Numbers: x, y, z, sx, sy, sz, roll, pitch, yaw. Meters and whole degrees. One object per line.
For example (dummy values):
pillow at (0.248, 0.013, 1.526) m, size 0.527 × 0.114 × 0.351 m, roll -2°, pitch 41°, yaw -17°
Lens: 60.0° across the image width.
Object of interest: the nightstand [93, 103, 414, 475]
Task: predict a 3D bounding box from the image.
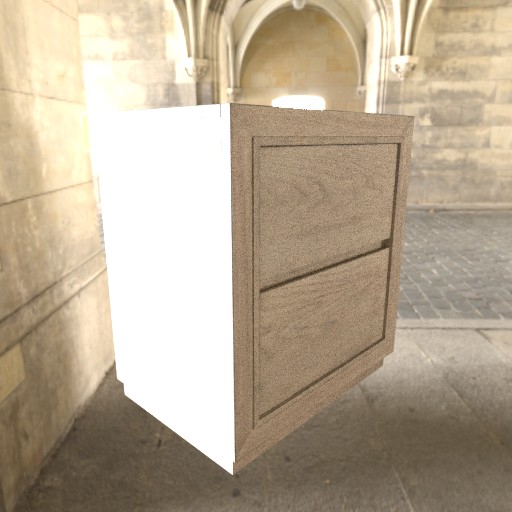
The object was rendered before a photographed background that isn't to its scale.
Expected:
nightstand at (0.000, 0.000, 1.110) m, size 0.483 × 0.673 × 0.612 m, roll 14°, pitch 21°, yaw 42°
